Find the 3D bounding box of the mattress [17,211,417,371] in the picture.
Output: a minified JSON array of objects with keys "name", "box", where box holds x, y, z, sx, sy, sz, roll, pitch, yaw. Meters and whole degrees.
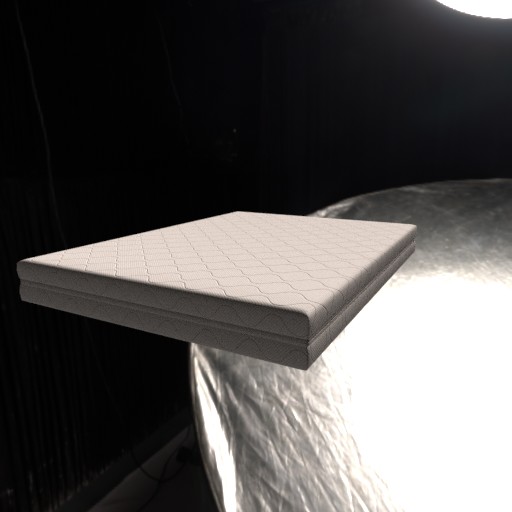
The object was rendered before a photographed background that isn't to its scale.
[{"name":"mattress","box":[0.000,0.000,2.472,1.400,0.200,1.900,7,15,28]}]
